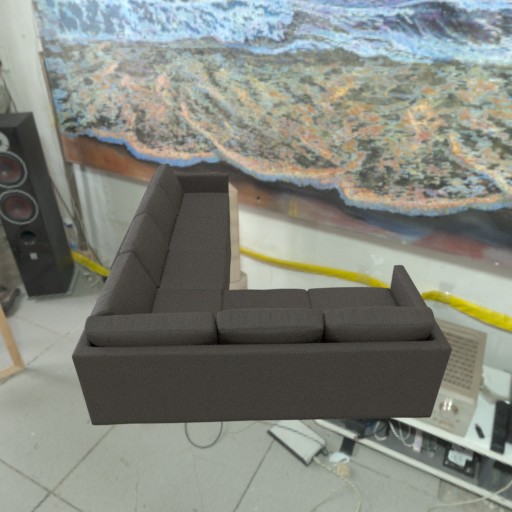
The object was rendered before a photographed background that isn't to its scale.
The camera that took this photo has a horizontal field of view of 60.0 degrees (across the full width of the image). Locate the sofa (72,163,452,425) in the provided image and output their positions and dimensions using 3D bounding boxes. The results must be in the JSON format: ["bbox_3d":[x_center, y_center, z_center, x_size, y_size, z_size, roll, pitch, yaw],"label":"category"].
[{"bbox_3d":[0.000,0.000,4.268,2.432,0.871,3.182,-1,31,-1],"label":"sofa"}]
